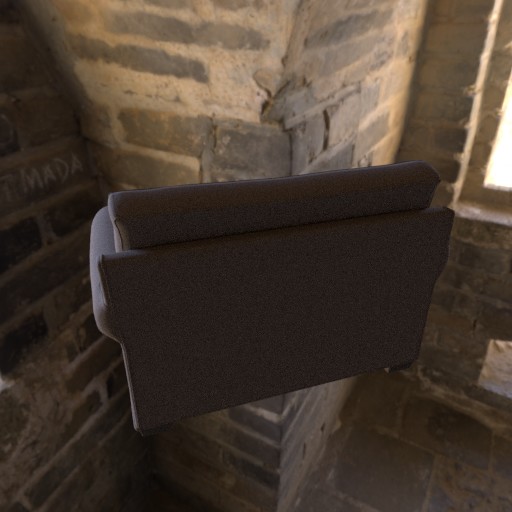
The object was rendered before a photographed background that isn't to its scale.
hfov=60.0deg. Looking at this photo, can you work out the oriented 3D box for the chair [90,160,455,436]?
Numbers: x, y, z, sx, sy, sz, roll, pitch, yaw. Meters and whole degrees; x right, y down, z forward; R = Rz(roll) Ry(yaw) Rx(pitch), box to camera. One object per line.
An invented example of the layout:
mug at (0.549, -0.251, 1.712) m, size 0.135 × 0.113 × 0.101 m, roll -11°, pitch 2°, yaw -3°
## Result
chair at (0.000, 0.000, 2.004) m, size 1.390 × 0.930 × 0.930 m, roll -9°, pitch 29°, yaw -16°
